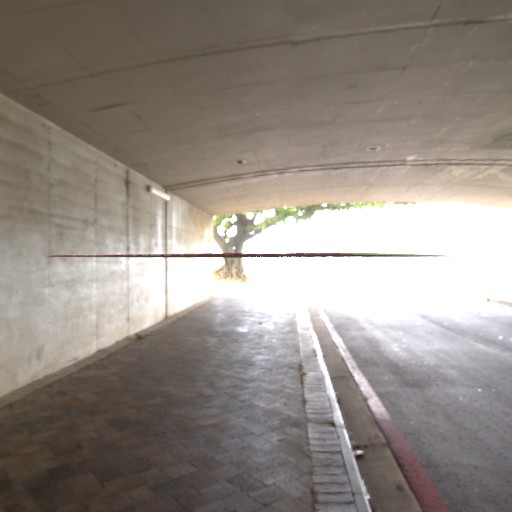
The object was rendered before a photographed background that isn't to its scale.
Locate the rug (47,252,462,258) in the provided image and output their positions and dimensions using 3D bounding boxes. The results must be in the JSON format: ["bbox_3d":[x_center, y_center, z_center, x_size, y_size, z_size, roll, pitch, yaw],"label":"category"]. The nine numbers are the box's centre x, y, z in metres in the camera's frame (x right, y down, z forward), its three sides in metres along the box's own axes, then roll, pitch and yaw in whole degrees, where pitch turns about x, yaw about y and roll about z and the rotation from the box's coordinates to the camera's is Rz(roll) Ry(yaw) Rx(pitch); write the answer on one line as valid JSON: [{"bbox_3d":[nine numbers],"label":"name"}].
[{"bbox_3d":[0.000,0.000,4.153,3.095,0.016,2.441,0,-1,37],"label":"rug"}]
